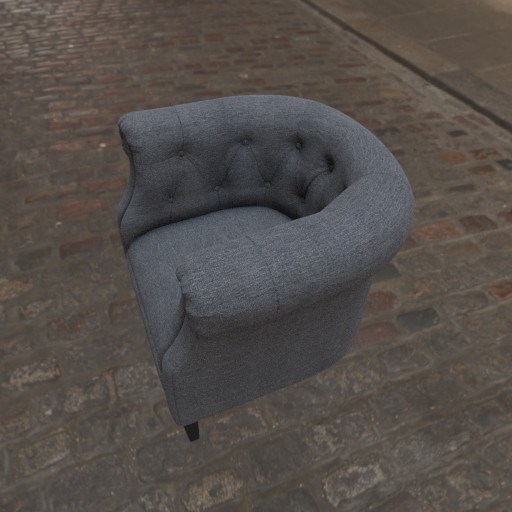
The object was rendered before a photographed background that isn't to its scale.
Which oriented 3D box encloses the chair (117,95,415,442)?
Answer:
[{"bbox_3d":[0.000,0.000,1.547,0.852,0.827,0.905,-16,48,-15],"label":"chair"}]
